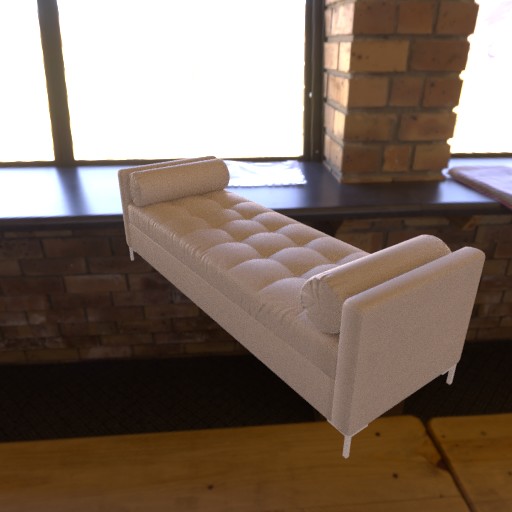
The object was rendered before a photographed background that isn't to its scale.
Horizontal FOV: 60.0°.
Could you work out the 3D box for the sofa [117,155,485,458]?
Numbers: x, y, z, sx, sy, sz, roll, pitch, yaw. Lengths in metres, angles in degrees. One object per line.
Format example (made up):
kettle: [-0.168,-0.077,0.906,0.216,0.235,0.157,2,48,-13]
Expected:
sofa: [0.000,0.000,2.310,0.686,0.635,1.981,-18,31,-32]
